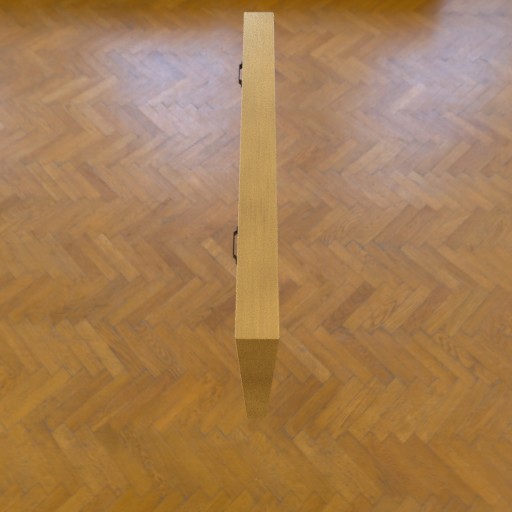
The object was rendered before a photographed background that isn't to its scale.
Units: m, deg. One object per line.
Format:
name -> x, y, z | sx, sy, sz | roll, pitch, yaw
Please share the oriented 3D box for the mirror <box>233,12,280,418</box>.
mirror -> 0.000, 0.000, 0.673 | 0.041, 0.509, 0.406 | 0, 63, 0
